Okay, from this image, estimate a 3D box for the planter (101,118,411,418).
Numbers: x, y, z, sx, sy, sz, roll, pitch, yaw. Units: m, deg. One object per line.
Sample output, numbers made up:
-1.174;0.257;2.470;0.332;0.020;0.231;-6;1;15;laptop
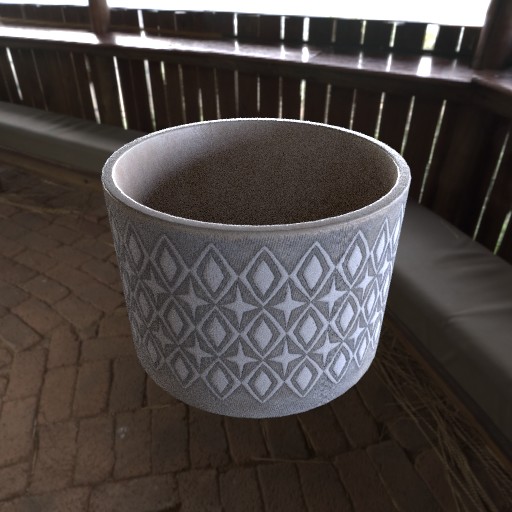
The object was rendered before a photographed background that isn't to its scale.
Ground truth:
0.000;0.000;0.278;0.164;0.127;0.164;0;33;0;planter
